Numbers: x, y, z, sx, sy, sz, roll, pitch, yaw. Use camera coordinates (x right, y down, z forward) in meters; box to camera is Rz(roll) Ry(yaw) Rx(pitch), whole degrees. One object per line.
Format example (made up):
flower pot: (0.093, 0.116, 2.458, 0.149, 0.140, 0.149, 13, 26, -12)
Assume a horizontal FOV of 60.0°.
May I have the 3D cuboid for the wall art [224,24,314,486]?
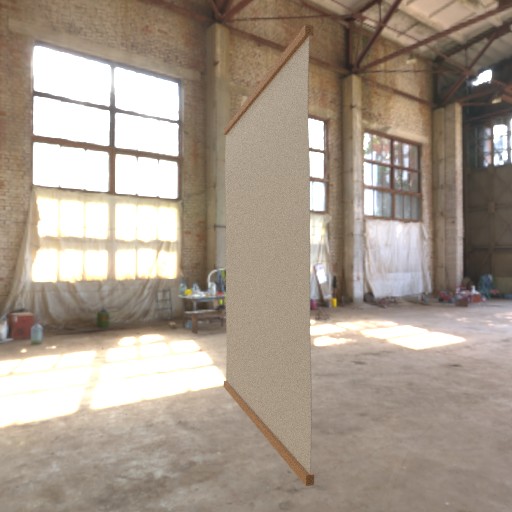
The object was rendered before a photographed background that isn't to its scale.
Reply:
wall art: (0.000, 0.000, 0.681, 0.010, 0.507, 0.404, 0, -1, -17)
